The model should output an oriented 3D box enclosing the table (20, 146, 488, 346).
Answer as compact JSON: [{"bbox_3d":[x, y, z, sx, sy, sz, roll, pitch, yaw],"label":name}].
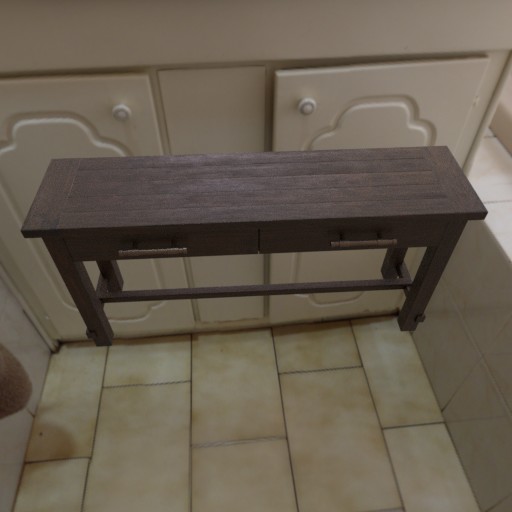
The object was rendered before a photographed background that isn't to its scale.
[{"bbox_3d":[0.000,0.000,1.916,1.599,0.762,0.442,-2,47,-2],"label":"table"}]
